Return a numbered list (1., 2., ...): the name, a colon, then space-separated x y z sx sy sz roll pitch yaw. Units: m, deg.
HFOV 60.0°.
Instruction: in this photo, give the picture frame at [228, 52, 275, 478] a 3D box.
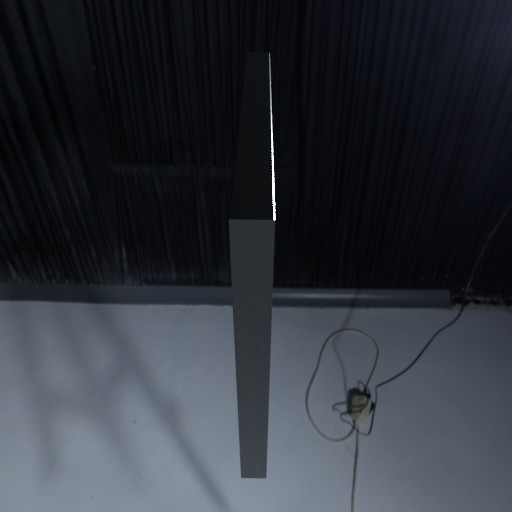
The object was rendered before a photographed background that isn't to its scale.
1. picture frame: 0.000 0.000 0.520 0.029 0.353 0.355 1 40 1
